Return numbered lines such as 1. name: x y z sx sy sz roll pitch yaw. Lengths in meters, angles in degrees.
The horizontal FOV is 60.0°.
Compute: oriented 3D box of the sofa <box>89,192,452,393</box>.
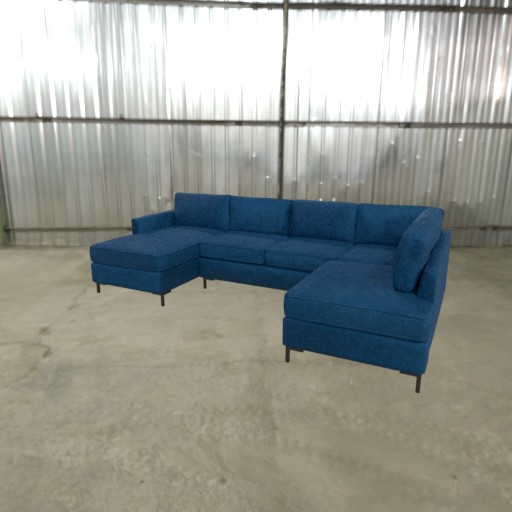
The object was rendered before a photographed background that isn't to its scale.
1. sofa: 0.000 0.000 4.355 3.434 0.992 2.055 7 16 26
